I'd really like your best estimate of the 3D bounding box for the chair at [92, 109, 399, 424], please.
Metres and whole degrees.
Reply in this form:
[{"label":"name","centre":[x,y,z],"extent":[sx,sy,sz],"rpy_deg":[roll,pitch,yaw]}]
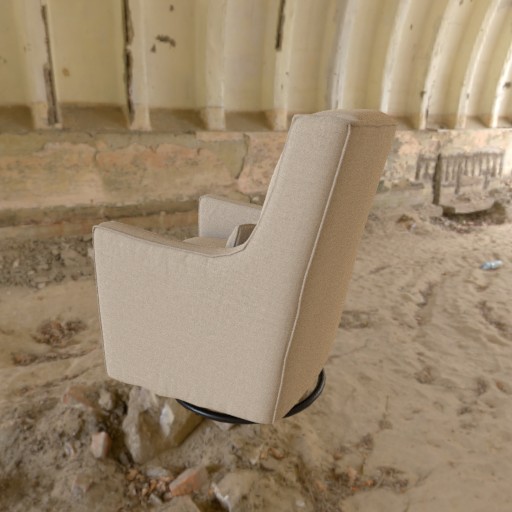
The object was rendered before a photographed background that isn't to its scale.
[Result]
[{"label":"chair","centre":[0.000,0.000,1.588],"extent":[0.879,0.993,0.732],"rpy_deg":[8,19,24]}]
